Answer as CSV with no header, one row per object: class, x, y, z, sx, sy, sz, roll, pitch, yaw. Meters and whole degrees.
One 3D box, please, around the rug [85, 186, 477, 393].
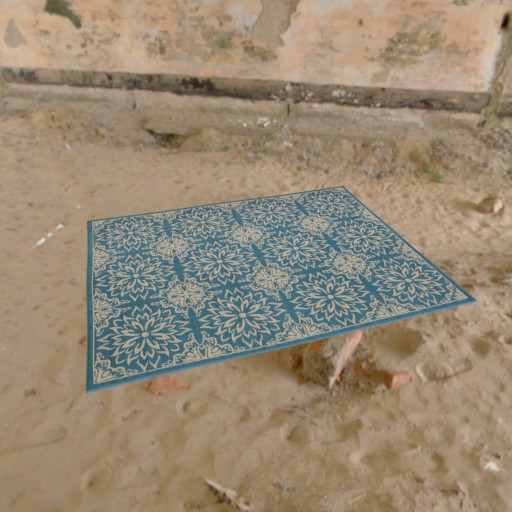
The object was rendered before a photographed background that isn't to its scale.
rug,0.000,0.000,4.065,2.964,0.018,2.350,-10,34,-15
